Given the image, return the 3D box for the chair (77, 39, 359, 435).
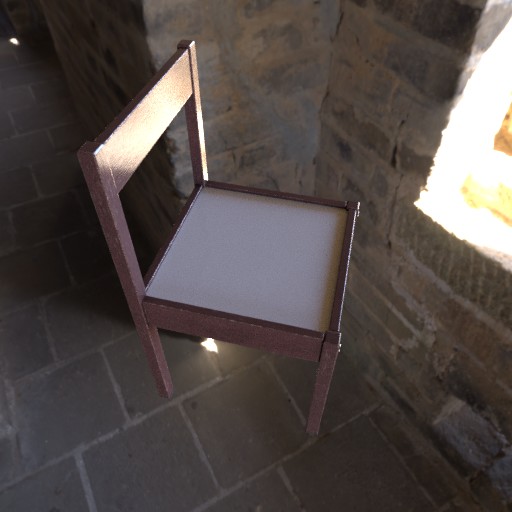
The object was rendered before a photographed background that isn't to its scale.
[{"bbox_3d":[0.000,0.000,0.674,0.285,0.505,0.285,10,47,10],"label":"chair"}]
